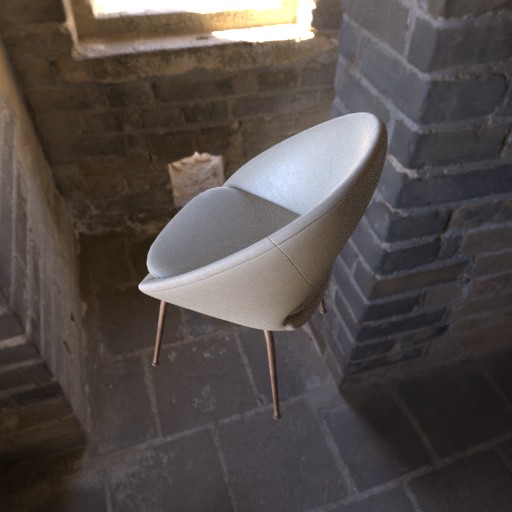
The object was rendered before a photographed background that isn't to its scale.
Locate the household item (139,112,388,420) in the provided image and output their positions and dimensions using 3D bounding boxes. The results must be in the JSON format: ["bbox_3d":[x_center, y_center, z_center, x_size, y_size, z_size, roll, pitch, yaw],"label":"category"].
[{"bbox_3d":[0.000,0.000,1.273,0.573,0.852,0.623,18,48,17],"label":"household item"}]
